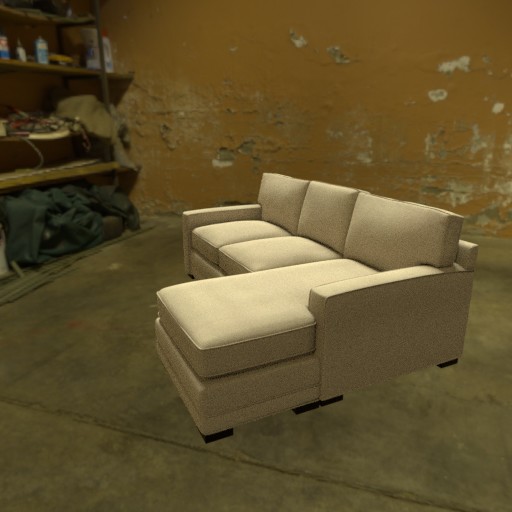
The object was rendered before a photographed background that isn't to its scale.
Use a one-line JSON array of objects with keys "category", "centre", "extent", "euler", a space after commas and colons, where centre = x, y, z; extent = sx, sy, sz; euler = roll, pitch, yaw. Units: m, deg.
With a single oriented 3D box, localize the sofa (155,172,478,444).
[{"category": "sofa", "centre": [0.000, 0.000, 2.878], "extent": [1.496, 0.861, 2.087], "euler": [-8, 19, -25]}]
